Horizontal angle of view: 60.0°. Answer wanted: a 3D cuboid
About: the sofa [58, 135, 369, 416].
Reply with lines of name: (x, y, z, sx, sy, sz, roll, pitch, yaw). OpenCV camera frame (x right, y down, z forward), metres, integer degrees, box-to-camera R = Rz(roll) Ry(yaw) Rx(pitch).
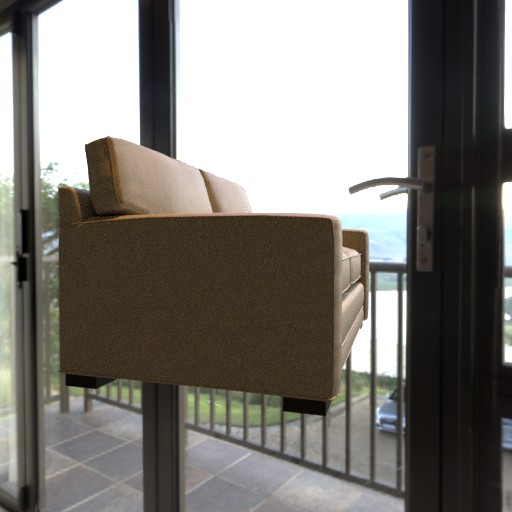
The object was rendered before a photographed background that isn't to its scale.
sofa: (0.000, 0.000, 2.051, 0.942, 0.853, 1.484, 0, 2, 17)
